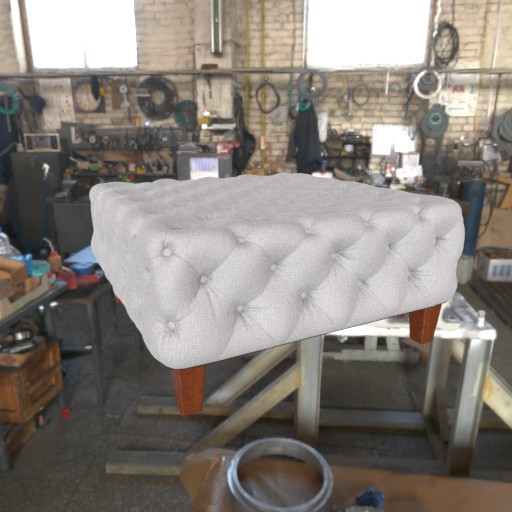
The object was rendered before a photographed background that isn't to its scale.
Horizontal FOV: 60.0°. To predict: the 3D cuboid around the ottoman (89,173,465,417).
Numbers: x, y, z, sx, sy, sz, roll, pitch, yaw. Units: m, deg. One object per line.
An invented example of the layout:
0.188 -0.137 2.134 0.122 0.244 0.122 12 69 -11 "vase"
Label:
0.000 0.000 1.197 0.764 0.365 0.758 -8 19 -26 "ottoman"
